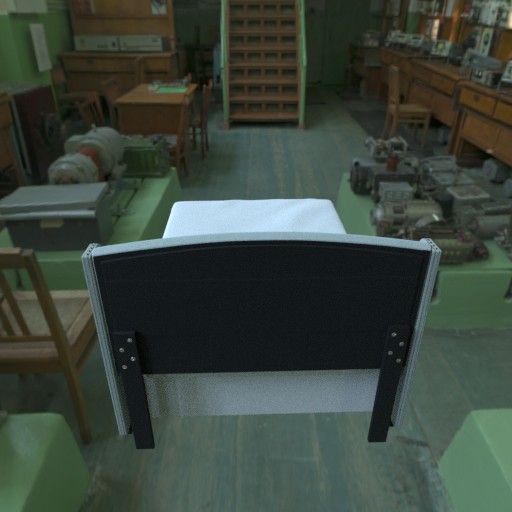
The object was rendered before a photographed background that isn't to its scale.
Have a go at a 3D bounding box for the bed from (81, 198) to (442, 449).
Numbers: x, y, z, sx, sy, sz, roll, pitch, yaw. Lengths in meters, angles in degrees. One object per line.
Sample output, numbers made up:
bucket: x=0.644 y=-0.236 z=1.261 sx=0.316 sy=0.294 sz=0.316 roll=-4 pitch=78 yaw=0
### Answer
bed: x=0.000 y=0.000 z=3.342 sx=1.710 sy=1.407 sz=2.237 roll=-1 pitch=30 yaw=-2
